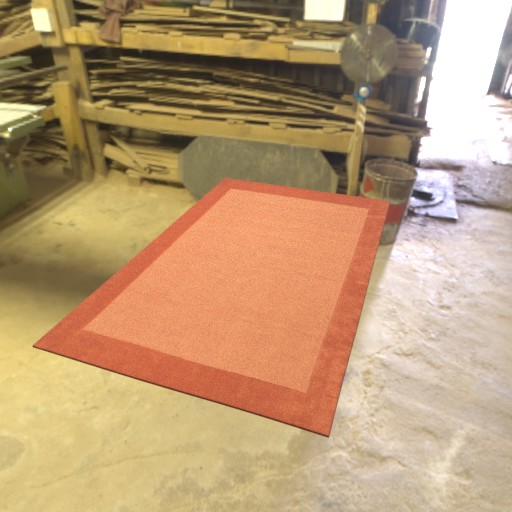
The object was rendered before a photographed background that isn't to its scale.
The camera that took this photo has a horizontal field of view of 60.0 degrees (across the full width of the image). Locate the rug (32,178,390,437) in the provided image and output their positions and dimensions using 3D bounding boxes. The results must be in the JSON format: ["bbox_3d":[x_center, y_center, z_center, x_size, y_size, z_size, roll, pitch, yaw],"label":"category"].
[{"bbox_3d":[0.000,0.000,2.992,1.524,0.014,2.438,11,33,17],"label":"rug"}]
